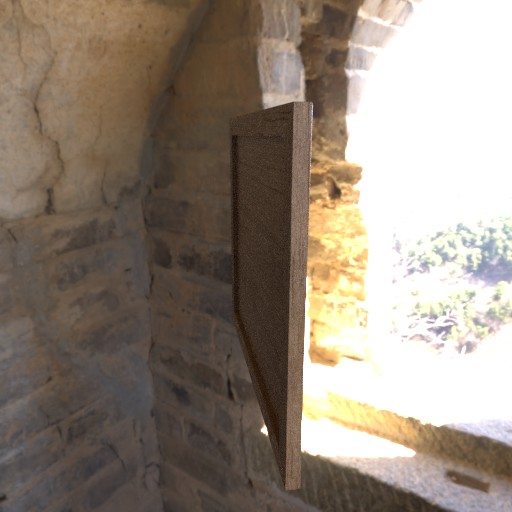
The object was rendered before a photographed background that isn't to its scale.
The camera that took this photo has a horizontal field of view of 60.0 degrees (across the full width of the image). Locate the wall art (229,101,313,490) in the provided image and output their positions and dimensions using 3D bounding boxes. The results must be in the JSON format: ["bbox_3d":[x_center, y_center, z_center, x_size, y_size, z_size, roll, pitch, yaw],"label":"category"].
[{"bbox_3d":[0.000,0.000,0.958,0.026,0.588,0.690,-3,16,-10],"label":"wall art"}]
